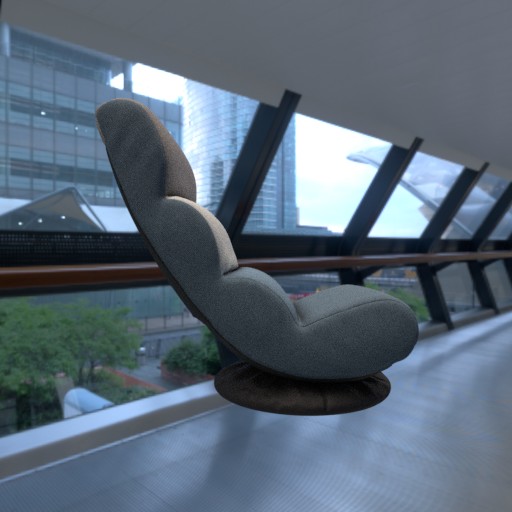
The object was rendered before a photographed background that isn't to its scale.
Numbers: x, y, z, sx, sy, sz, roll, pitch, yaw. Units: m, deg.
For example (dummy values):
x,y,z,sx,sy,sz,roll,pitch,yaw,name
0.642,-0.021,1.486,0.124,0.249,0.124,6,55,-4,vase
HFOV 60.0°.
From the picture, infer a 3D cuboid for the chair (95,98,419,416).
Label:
x,y,z,sx,sy,sz,roll,pitch,yaw,name
0.000,0.000,1.065,0.661,0.641,0.420,0,0,0,chair
